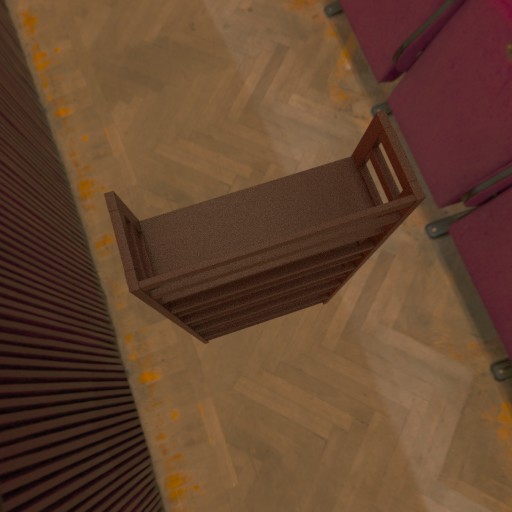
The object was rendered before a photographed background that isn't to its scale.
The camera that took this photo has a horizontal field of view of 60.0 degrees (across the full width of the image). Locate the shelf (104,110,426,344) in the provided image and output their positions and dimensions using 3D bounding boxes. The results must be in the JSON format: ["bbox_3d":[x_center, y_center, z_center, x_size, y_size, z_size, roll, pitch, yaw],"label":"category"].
[{"bbox_3d":[0.000,0.000,1.893,0.763,1.600,0.403,-18,75,-5],"label":"shelf"}]
